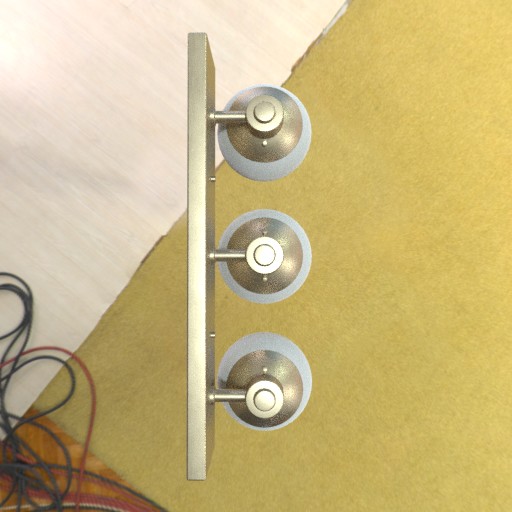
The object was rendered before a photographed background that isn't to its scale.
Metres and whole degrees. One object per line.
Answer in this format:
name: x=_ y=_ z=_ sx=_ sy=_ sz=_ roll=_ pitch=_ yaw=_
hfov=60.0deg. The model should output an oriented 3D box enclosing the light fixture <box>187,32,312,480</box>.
light fixture: x=0.000 y=0.000 z=0.841 sx=0.218 sy=0.263 sz=0.721 roll=0 pitch=89 yaw=1
